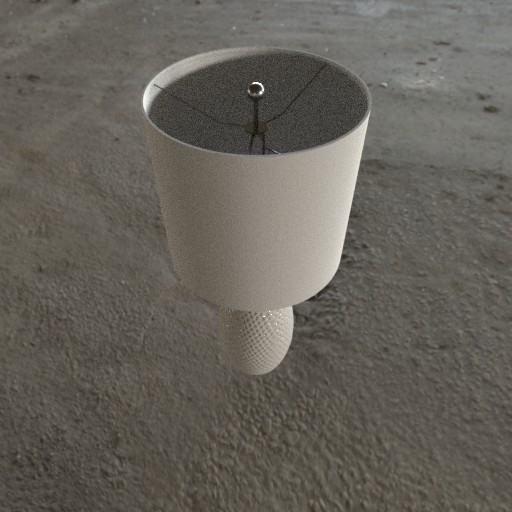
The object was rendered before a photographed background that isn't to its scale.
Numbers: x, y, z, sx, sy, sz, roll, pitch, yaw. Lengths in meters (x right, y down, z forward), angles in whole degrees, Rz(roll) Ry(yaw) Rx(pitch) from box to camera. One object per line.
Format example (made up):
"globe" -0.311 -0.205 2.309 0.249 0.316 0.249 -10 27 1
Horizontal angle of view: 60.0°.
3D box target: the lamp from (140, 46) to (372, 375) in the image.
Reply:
"lamp" 0.000 0.000 0.581 0.214 0.466 0.214 11 47 10
